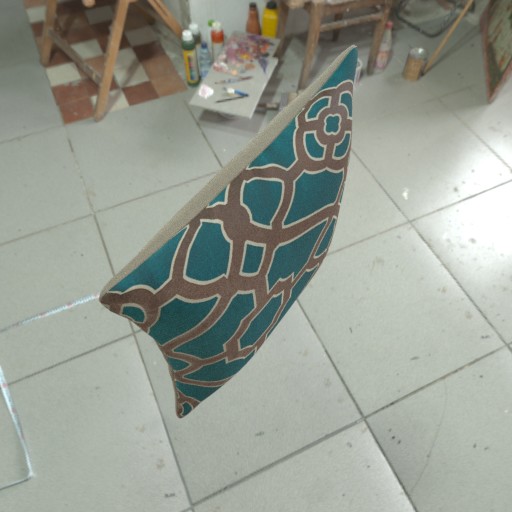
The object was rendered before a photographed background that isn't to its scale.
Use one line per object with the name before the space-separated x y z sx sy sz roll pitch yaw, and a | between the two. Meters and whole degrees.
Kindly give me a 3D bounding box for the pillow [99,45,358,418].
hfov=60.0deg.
pillow | 0.000 0.000 0.764 0.166 0.507 0.526 32 63 18
